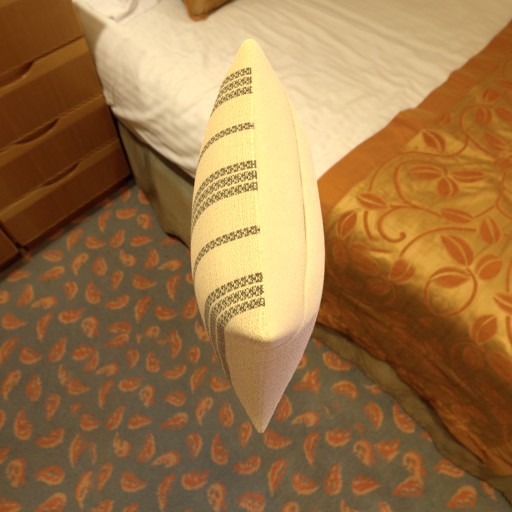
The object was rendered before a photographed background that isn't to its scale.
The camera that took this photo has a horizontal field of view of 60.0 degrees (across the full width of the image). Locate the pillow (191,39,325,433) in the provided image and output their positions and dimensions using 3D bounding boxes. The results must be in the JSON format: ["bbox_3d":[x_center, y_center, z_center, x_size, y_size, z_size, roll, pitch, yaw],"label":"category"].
[{"bbox_3d":[0.000,0.000,0.626,0.173,0.406,0.405,-2,59,-1],"label":"pillow"}]
